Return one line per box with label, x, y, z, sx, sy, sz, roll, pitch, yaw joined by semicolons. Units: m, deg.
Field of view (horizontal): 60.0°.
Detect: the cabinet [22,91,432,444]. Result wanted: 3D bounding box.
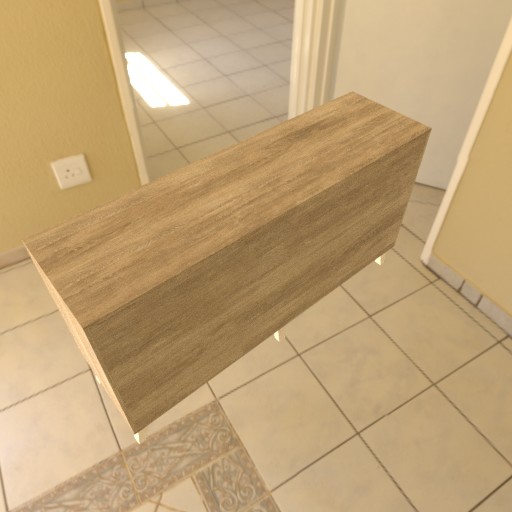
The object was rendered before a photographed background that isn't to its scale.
cabinet;0.000;0.000;1.982;1.600;0.870;0.450;-31;54;-27
